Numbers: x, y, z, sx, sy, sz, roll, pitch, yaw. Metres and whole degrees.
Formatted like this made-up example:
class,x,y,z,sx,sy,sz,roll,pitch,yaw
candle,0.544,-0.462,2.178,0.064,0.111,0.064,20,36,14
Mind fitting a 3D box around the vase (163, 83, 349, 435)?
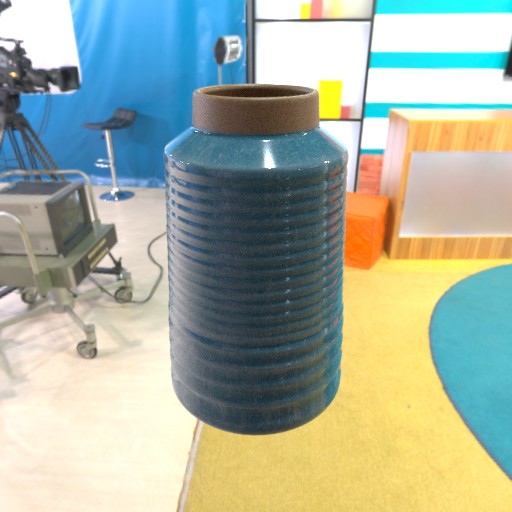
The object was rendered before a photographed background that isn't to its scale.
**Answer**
class,x,y,z,sx,sy,sz,roll,pitch,yaw
vase,0.000,0.000,0.378,0.163,0.267,0.163,0,27,0
